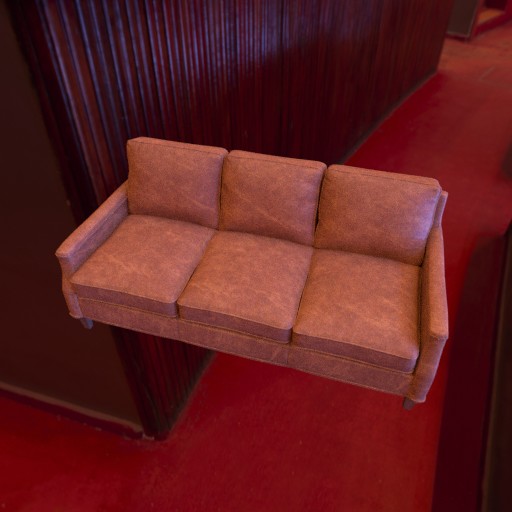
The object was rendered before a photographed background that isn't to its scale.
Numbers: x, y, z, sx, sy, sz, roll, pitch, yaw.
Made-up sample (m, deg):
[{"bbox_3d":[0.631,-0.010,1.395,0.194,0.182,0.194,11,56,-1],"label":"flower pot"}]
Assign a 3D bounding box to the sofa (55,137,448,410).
[{"bbox_3d":[0.000,0.000,2.815,2.246,1.003,1.084,11,42,12],"label":"sofa"}]
